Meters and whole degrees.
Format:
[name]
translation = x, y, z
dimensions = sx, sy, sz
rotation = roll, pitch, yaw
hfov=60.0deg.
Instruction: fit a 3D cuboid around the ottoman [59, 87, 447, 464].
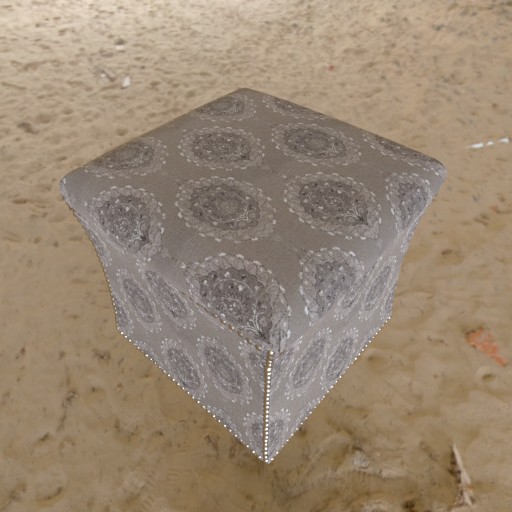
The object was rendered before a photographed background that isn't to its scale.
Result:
[ottoman]
translation = 0.000, 0.000, 0.901
dimensions = 0.507, 0.473, 0.497
rotation = 32, 53, 28
